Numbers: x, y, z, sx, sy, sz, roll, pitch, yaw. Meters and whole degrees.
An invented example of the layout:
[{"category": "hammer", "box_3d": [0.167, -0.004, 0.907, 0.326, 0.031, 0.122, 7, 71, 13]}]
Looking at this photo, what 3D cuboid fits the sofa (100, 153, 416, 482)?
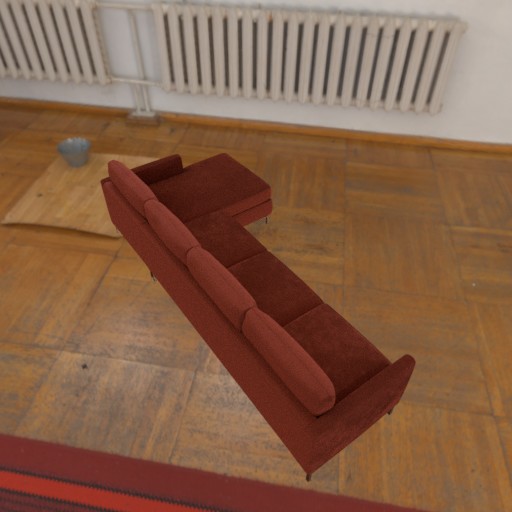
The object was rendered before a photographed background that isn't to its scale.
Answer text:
[{"category": "sofa", "box_3d": [0.000, 0.000, 3.488, 1.350, 0.810, 2.932, -26, 49, -25]}]
